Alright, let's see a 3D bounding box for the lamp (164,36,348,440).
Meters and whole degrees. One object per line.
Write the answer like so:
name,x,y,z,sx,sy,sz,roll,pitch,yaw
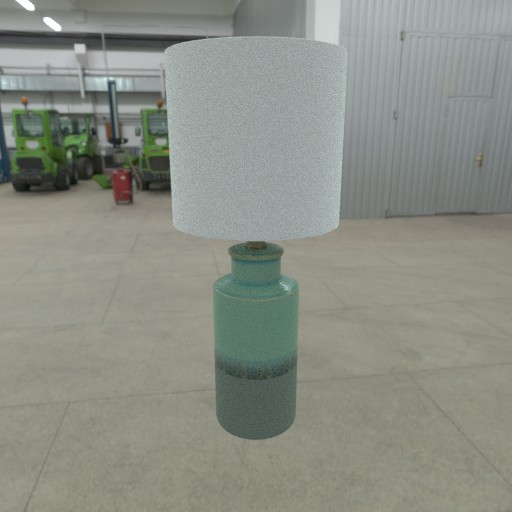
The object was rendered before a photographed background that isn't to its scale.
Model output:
lamp,0.000,0.000,0.589,0.212,0.493,0.212,-15,22,-42
